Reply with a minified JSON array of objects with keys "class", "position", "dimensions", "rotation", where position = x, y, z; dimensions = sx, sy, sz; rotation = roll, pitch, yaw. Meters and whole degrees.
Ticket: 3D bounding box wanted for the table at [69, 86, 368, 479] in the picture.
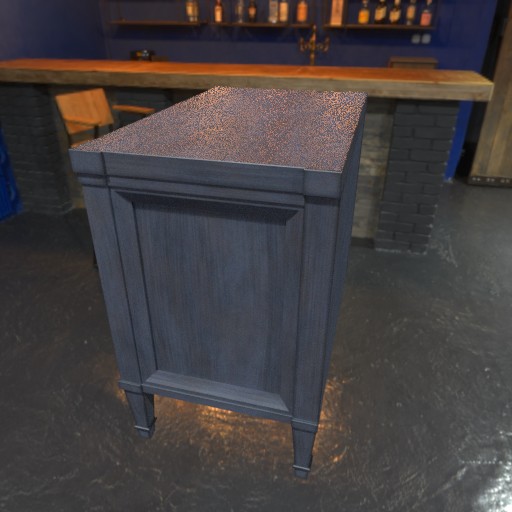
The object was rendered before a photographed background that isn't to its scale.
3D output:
[{"class":"table","position":[0.000,0.000,1.059],"dimensions":[0.413,0.660,0.660],"rotation":[8,30,13]}]
